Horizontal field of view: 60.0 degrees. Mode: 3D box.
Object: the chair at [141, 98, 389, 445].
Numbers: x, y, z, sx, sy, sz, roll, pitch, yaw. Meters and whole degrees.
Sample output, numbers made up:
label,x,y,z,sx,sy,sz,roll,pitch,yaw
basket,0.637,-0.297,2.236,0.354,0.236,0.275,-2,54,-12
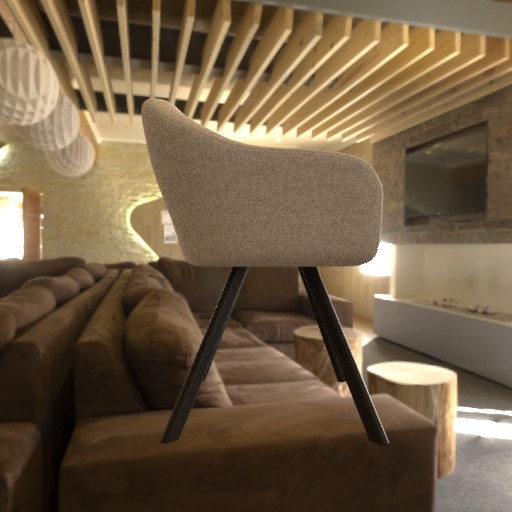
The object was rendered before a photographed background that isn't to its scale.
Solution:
label,x,y,z,sx,sy,sz,roll,pitch,yaw
chair,0.000,0.000,1.152,0.570,0.780,0.540,0,1,1
